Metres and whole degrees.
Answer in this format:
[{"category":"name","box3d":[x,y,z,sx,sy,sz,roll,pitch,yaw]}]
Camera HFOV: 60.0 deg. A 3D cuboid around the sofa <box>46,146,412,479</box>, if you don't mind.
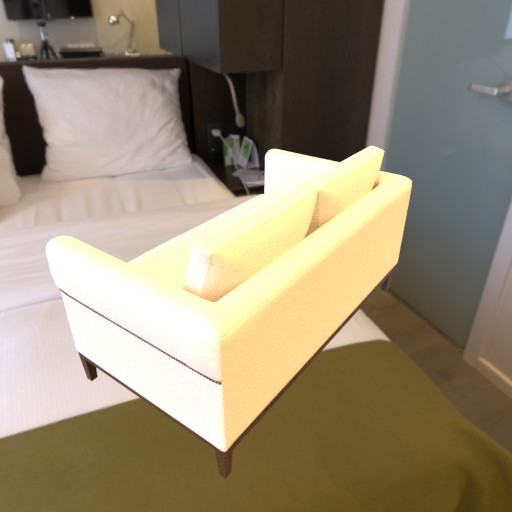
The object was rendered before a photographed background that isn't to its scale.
[{"category":"sofa","box3d":[0.000,0.000,2.145,0.905,0.873,1.598,20,36,31]}]
